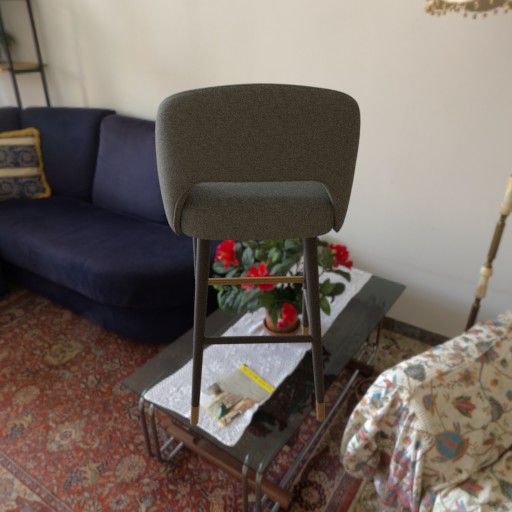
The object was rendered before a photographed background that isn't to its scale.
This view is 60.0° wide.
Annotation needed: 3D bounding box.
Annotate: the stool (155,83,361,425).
[{"bbox_3d":[0.000,0.000,1.401,0.536,1.089,0.524,-1,29,-2],"label":"stool"}]
